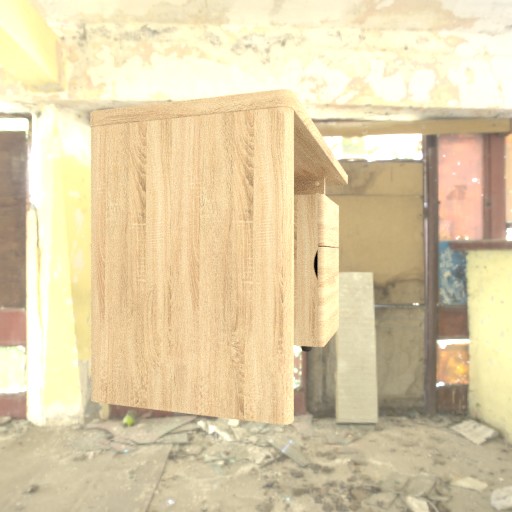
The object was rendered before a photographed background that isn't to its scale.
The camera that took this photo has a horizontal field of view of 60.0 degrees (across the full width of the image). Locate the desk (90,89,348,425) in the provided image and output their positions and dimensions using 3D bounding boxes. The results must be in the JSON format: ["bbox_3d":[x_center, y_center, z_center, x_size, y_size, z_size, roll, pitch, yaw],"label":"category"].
[{"bbox_3d":[0.000,0.000,1.649,0.550,0.760,1.200,0,0,18],"label":"desk"}]
